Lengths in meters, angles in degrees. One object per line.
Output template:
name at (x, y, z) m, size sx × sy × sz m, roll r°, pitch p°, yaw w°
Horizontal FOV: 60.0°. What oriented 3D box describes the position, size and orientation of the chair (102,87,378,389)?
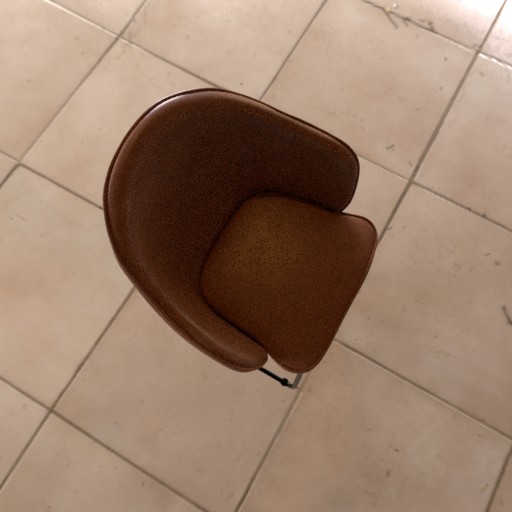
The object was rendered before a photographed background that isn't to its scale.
chair at (0.000, 0.000, 1.203) m, size 0.580 × 0.785 × 0.582 m, roll 28°, pitch 76°, yaw 7°
